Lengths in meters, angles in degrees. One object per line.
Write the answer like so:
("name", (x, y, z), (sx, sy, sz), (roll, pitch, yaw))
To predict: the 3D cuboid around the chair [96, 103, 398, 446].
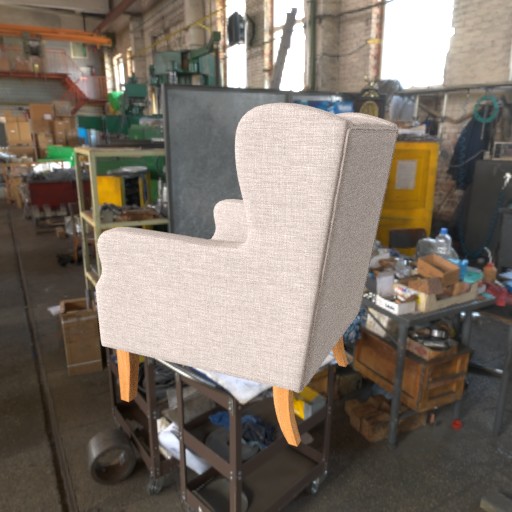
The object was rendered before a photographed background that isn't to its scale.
("chair", (0.000, 0.000, 1.487), (0.760, 0.930, 0.710), (8, 17, 26))
